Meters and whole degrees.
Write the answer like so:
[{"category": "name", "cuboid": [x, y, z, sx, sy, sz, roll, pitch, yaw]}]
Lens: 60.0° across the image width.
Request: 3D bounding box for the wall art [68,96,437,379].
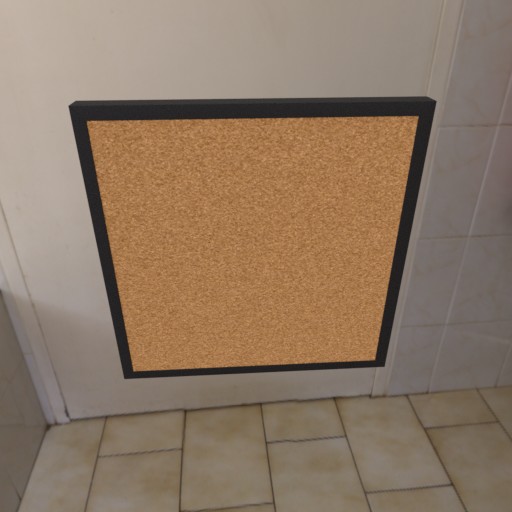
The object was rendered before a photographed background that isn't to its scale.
[{"category": "wall art", "cuboid": [0.000, 0.000, 0.749, 0.506, 0.503, 0.036, -2, 30, -3]}]
